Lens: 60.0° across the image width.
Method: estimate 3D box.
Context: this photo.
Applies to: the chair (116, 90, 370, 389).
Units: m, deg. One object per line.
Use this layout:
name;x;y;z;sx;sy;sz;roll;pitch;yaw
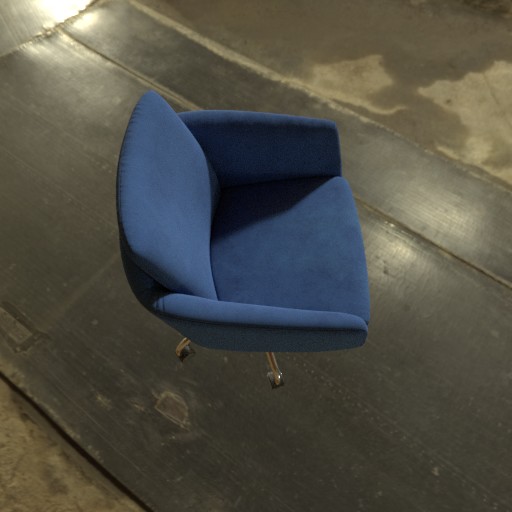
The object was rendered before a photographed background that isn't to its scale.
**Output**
chair;0.000;0.000;1.338;0.635;0.908;0.641;-2;62;-1
